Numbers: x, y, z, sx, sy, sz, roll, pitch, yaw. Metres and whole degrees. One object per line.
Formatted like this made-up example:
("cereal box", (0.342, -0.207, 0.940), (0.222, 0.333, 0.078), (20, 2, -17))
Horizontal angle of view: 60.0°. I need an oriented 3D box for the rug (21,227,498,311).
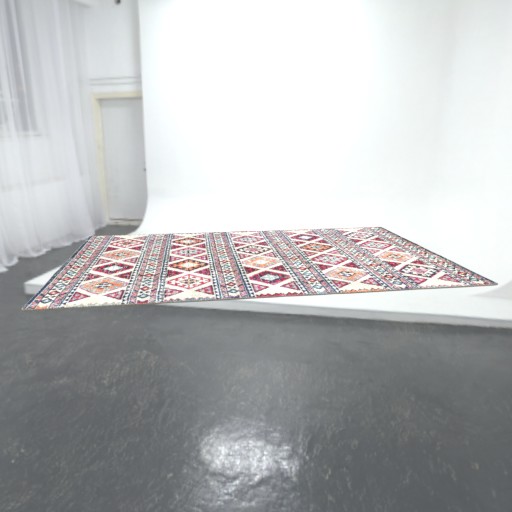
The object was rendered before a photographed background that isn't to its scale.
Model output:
("rug", (0.000, 0.000, 2.953), (2.440, 0.010, 1.545), (-2, 16, -8))
